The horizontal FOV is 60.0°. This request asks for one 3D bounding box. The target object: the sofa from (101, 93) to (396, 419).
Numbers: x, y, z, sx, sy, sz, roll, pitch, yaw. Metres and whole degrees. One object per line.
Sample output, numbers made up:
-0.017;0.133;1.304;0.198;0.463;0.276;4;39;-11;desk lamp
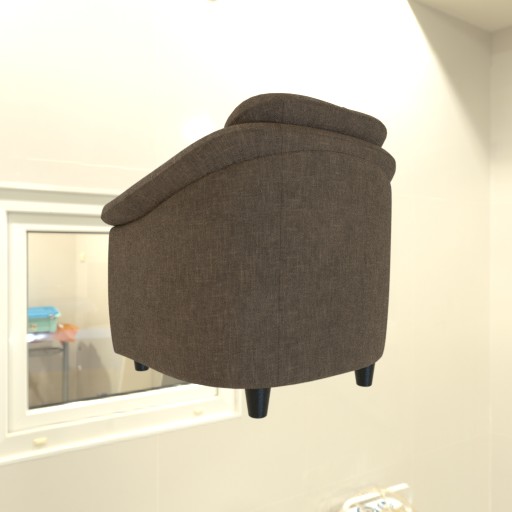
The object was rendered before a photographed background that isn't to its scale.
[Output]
0.000;0.000;1.480;0.870;0.811;0.794;0;0;-38;sofa
